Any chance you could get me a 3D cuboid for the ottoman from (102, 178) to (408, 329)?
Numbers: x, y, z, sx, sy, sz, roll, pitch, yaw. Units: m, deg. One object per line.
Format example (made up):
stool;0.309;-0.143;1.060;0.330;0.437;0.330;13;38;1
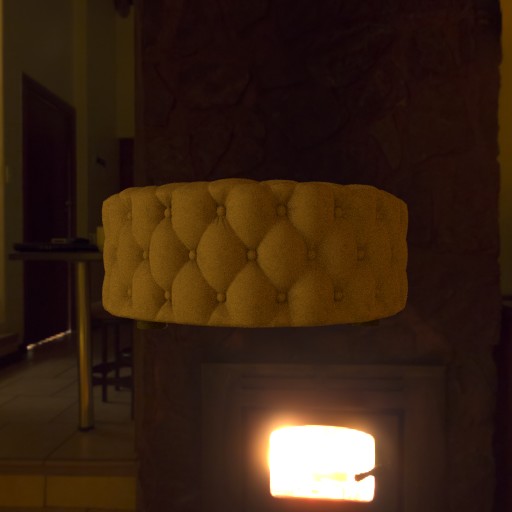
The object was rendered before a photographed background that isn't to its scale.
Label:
ottoman;0.000;0.000;1.522;0.998;0.399;0.998;0;0;0
